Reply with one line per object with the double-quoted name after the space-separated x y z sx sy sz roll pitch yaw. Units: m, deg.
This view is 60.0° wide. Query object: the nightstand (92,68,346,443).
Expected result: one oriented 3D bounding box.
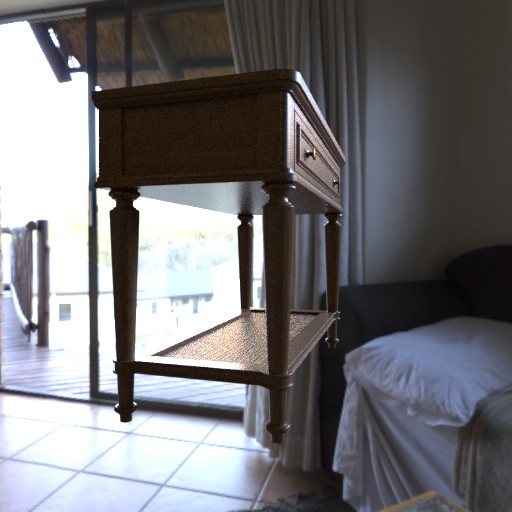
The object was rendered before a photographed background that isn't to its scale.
0.000 0.000 1.299 0.432 0.700 0.914 0 1 17 "nightstand"
